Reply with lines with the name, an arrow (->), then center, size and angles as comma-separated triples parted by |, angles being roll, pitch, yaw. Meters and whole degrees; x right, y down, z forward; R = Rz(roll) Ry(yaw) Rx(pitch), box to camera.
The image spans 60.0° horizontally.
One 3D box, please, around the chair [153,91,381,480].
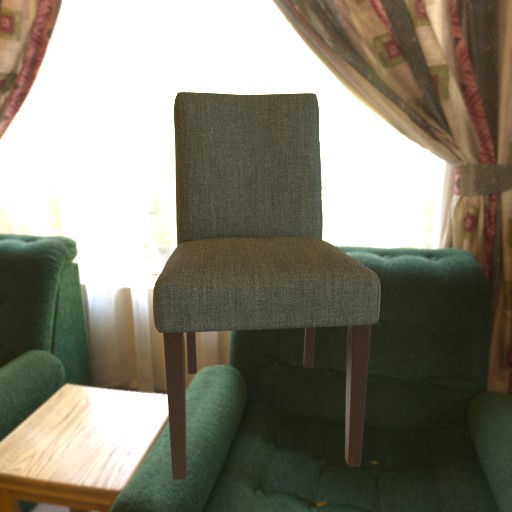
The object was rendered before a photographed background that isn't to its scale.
chair -> 0.000, 0.000, 1.201 | 0.487, 0.884, 0.629 | -1, 15, -5
